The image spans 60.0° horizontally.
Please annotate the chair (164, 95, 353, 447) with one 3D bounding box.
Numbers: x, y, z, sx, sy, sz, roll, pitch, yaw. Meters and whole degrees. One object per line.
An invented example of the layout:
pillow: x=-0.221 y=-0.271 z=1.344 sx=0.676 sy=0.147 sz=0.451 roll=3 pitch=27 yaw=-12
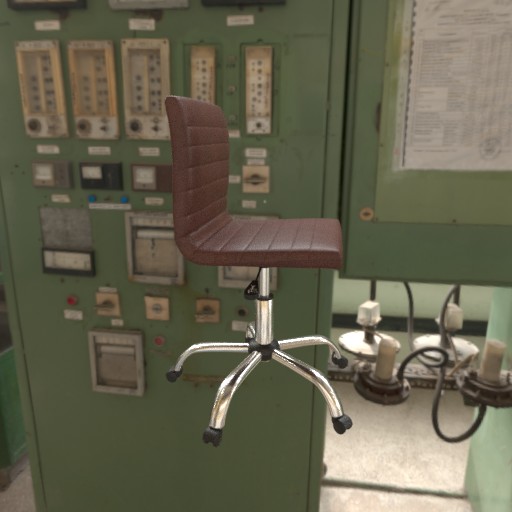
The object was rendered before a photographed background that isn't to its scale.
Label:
chair: x=0.000 y=0.000 z=1.169 sx=0.530 sy=0.780 sz=0.556 roll=3 pitch=16 yaw=9
